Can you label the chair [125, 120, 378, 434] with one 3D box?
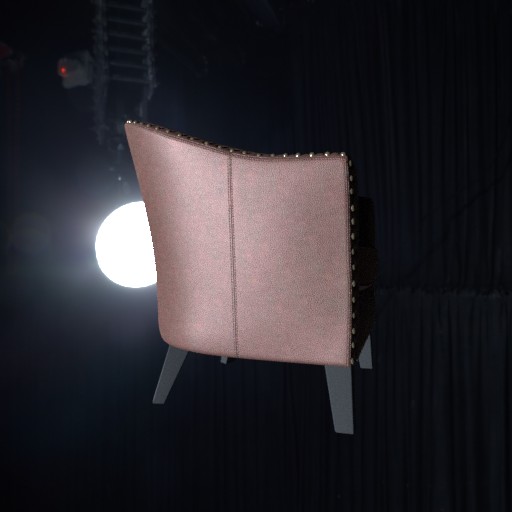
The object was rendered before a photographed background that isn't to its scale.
[{"bbox_3d":[0.000,0.000,1.427,0.748,0.823,0.794,0,-1,18],"label":"chair"}]
